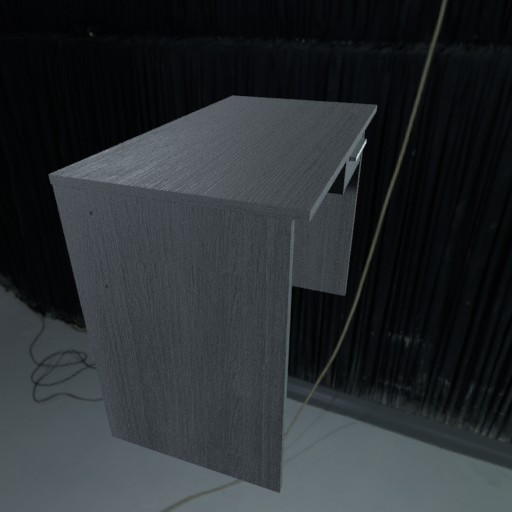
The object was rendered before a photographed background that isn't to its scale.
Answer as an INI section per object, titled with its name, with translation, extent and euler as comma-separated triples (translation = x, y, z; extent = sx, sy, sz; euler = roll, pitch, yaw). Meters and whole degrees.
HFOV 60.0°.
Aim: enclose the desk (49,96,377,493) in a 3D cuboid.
[desk]
translation = 0.000, 0.000, 1.293
extent = 0.498, 0.724, 0.893
euler = 10, 31, 17
